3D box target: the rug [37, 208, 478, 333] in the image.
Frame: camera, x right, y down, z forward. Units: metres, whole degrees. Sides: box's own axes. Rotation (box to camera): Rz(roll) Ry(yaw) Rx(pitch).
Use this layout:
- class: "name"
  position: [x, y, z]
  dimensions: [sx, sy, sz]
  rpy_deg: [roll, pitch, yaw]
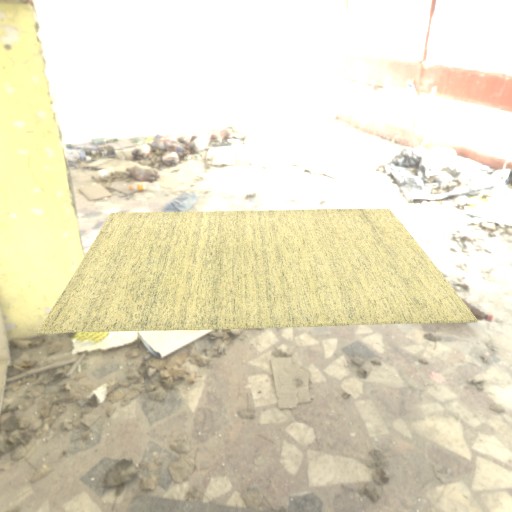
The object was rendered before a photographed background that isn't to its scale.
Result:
- class: "rug"
  position: [0.000, 0.000, 2.925]
  dimensions: [2.263, 0.017, 1.523]
  rpy_deg: [-1, 29, -2]
